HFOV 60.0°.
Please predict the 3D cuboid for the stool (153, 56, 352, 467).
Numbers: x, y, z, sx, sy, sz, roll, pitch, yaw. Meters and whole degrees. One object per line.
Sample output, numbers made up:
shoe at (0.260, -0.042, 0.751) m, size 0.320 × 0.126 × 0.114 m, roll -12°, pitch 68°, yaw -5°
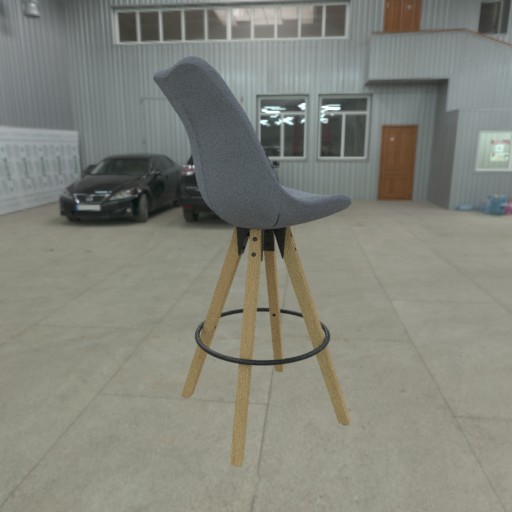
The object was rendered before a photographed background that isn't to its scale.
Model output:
stool at (0.000, 0.000, 1.429) m, size 0.550 × 1.115 × 0.485 m, roll -7°, pitch 16°, yaw -28°
